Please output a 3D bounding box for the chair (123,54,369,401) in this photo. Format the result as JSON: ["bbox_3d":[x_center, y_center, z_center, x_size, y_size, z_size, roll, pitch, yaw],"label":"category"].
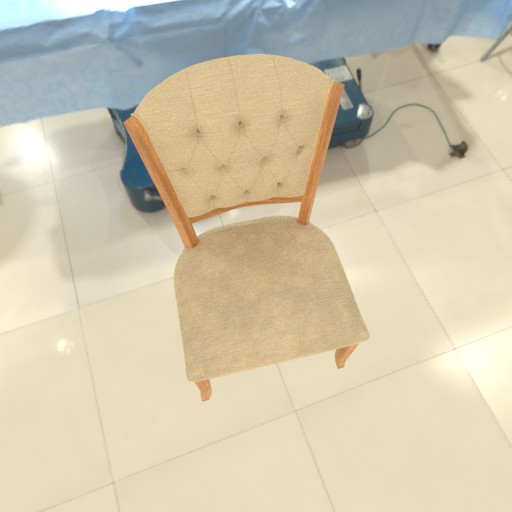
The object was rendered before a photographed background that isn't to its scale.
[{"bbox_3d":[0.000,0.000,1.263,0.513,0.905,0.584,-12,64,-6],"label":"chair"}]
